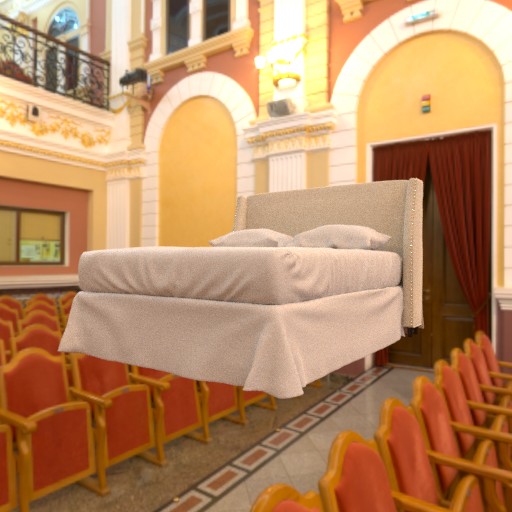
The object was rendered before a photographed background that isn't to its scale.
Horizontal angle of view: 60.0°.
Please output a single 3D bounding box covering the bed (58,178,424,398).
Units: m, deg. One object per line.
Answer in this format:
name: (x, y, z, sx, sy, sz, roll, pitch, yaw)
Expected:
bed: (0.000, 0.000, 3.411, 1.925, 1.332, 2.276, 0, 0, 35)
